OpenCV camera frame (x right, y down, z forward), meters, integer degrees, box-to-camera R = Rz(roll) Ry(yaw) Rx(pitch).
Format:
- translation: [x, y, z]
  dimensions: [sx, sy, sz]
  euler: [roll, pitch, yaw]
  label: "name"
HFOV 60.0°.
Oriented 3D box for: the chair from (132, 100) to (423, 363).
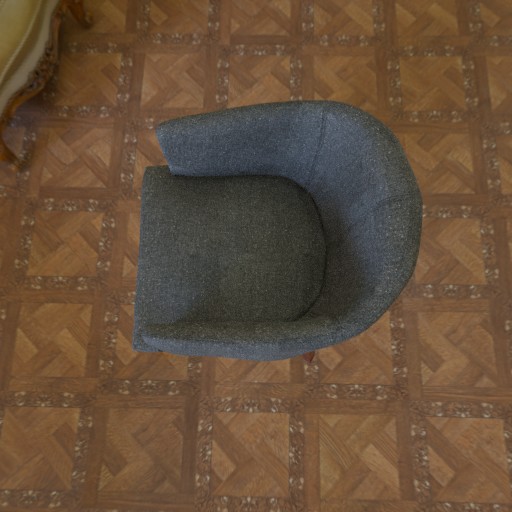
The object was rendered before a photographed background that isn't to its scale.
- translation: [0.000, 0.000, 1.246]
  dimensions: [0.655, 0.811, 0.583]
  euler: [0, 74, 0]
  label: "chair"
